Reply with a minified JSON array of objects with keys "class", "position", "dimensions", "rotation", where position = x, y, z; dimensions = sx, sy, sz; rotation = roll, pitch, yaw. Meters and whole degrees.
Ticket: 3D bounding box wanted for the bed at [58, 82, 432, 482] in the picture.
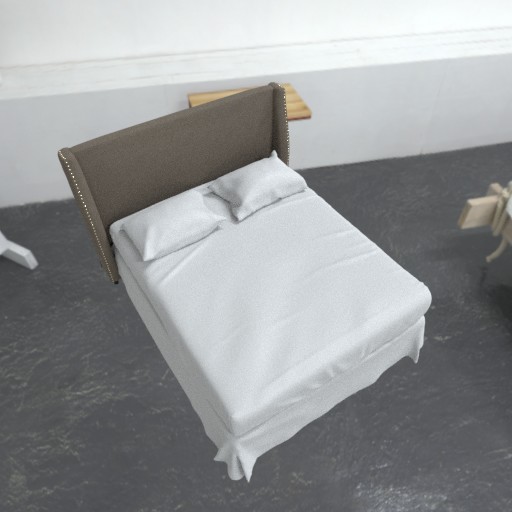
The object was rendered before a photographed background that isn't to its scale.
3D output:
[{"class":"bed","position":[0.000,0.000,3.326],"dimensions":[1.925,1.332,2.276],"rotation":[-26,53,-22]}]
